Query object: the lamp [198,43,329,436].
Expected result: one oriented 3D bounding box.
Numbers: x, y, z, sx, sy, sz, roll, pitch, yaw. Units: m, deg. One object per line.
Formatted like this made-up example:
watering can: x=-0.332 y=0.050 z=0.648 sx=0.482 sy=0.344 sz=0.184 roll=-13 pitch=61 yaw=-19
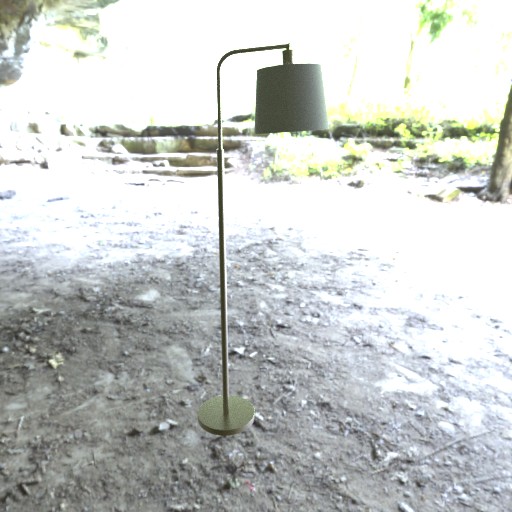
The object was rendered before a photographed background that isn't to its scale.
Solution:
lamp: x=0.000 y=0.000 z=1.695 sx=0.508 sy=1.478 sz=0.254 roll=3 pitch=17 yaw=8
